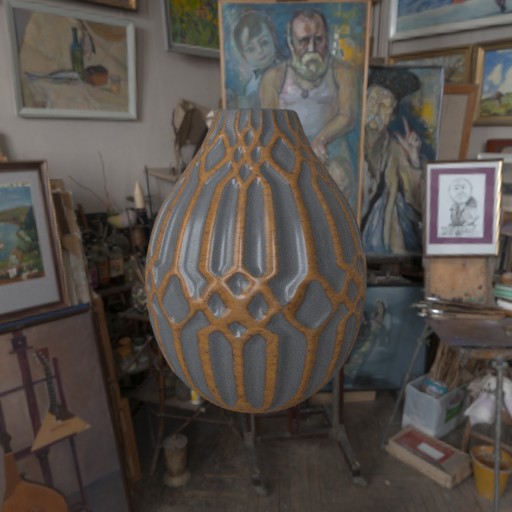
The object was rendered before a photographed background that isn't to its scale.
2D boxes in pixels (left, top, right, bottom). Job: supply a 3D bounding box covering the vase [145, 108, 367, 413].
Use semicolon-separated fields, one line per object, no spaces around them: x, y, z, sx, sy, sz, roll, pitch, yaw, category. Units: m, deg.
0.000;0.000;0.140;0.069;0.088;0.069;0;15;0;vase
